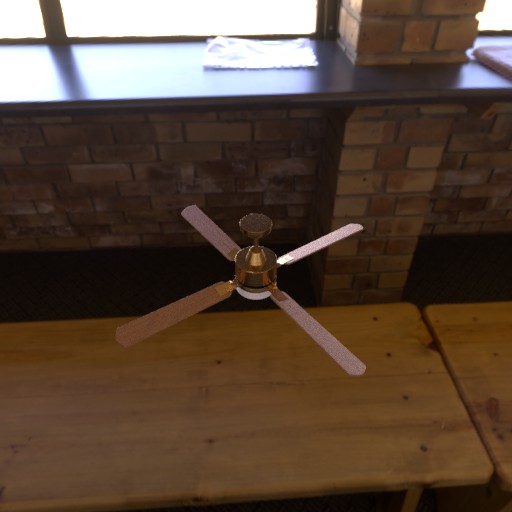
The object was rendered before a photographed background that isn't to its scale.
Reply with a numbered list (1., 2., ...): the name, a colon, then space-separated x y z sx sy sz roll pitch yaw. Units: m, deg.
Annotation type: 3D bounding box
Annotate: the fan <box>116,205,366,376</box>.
1. fan: 0.000 0.000 1.939 1.320 0.355 1.320 -24 45 -26
